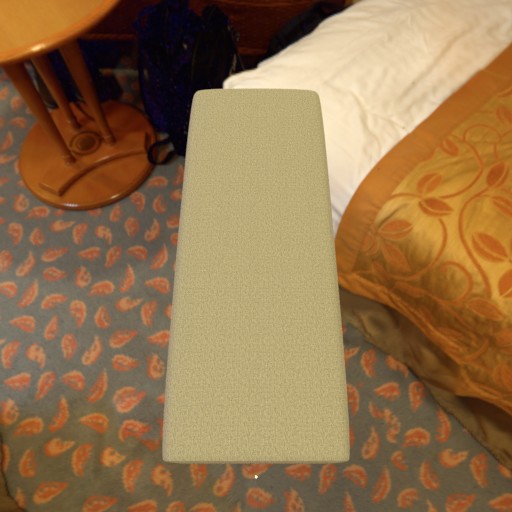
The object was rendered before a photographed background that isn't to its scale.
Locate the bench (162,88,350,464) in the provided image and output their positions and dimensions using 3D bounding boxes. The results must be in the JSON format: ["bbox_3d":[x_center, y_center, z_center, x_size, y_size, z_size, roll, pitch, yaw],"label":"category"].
[{"bbox_3d":[0.000,0.000,1.879,0.631,0.383,1.598,0,64,0],"label":"bench"}]
